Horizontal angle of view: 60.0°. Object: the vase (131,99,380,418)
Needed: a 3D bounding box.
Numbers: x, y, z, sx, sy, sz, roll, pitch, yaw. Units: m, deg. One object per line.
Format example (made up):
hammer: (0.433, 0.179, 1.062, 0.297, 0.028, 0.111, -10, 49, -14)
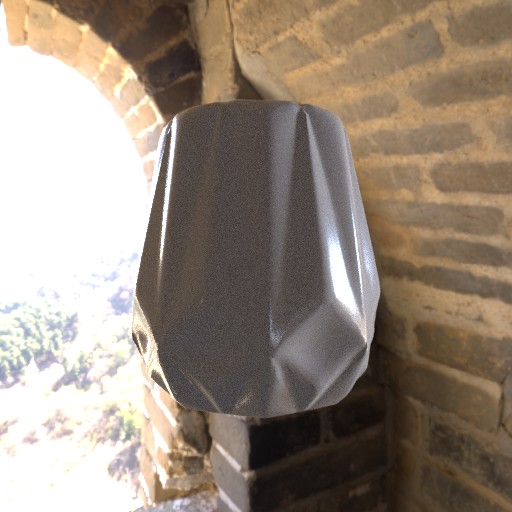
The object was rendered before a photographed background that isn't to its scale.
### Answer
vase: (0.000, 0.000, 0.260, 0.141, 0.152, 0.141, 0, 1, 0)
